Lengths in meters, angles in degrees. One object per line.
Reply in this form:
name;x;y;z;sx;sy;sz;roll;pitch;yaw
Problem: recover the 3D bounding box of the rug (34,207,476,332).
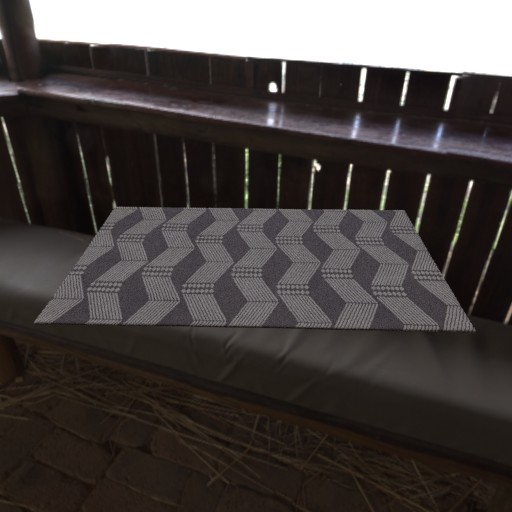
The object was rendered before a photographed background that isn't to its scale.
rug;0.000;0.000;3.082;2.435;0.011;1.517;1;31;1
